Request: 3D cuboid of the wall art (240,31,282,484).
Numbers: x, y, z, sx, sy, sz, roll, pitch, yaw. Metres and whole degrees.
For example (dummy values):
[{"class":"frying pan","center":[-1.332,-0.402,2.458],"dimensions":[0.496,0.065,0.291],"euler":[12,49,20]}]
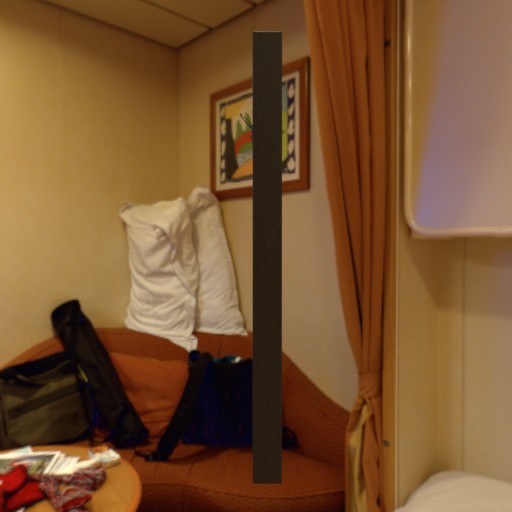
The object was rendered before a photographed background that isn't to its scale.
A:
[{"class":"wall art","center":[0.000,0.000,0.516],"dimensions":[0.038,0.349,0.349],"euler":[0,1,0]}]
